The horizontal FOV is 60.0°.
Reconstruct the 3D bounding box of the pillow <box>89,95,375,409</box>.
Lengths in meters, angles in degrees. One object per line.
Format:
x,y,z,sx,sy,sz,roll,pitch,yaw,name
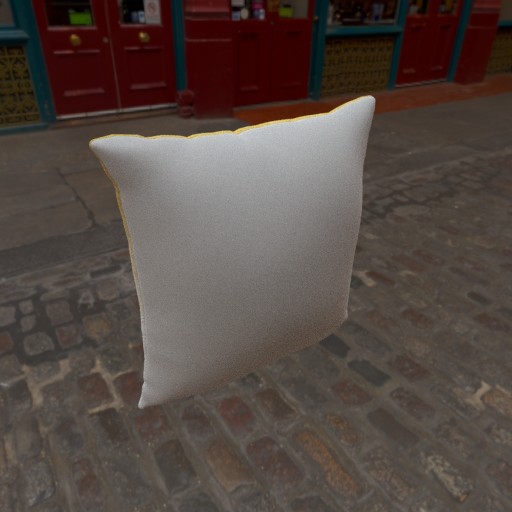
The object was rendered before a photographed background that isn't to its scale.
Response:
0.000,0.000,0.715,0.450,0.450,0.211,-18,35,-28,pillow
